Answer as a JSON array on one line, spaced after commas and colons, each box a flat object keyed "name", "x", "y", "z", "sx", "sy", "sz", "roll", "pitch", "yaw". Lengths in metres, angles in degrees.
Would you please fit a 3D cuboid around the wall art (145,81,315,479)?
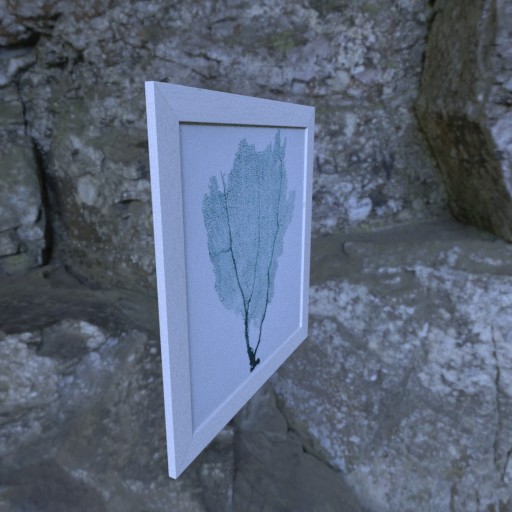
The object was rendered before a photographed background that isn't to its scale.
[{"name": "wall art", "x": 0.000, "y": 0.000, "z": 0.859, "sx": 0.015, "sy": 0.577, "sz": 0.572, "roll": 8, "pitch": 17, "yaw": 26}]
